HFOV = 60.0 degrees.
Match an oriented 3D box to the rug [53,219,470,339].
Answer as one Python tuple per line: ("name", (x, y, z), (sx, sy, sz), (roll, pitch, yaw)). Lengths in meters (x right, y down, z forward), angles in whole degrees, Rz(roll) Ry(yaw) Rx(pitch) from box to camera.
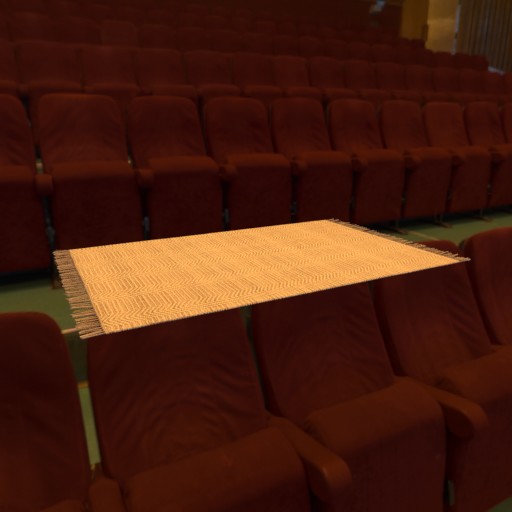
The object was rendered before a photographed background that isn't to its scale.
("rug", (0.000, 0.000, 2.479), (2.021, 0.027, 1.224), (-8, 18, -26))
